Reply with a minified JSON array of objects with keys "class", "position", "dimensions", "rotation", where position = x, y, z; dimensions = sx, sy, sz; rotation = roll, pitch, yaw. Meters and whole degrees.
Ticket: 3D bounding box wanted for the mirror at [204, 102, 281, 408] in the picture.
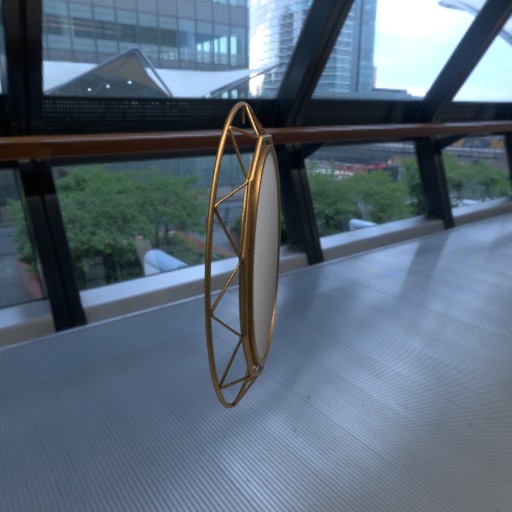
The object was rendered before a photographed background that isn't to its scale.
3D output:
[{"class":"mirror","position":[0.000,0.000,0.690],"dimensions":[0.043,0.454,0.454],"rotation":[3,17,8]}]
